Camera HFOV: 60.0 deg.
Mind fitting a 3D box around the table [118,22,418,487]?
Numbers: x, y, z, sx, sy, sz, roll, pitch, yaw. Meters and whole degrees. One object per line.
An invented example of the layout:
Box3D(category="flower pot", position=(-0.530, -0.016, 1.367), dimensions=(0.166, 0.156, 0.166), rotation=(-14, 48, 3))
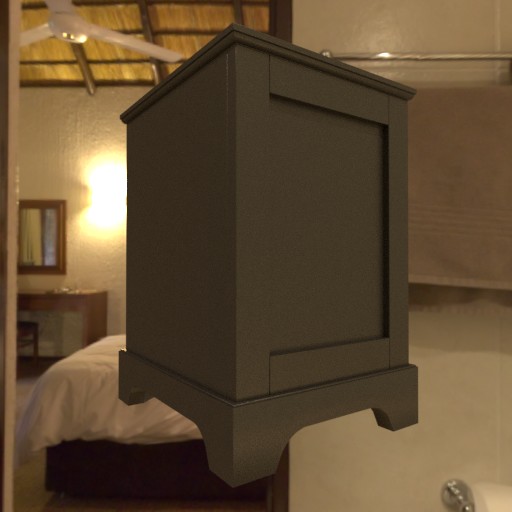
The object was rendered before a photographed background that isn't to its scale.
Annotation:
Box3D(category="table", position=(0.000, 0.000, 0.882), dimensions=(0.399, 0.610, 0.460), rotation=(0, -1, -35))
